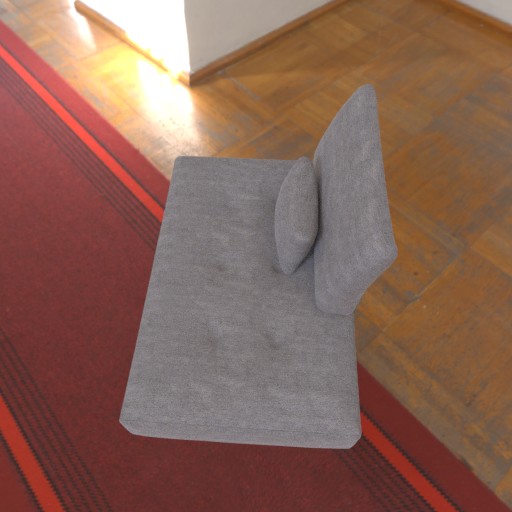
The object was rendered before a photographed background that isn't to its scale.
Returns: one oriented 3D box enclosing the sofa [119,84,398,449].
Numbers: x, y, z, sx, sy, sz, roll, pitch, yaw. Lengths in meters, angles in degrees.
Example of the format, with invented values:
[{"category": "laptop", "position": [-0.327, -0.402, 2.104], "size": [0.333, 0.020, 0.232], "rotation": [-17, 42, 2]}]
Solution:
[{"category": "sofa", "position": [0.000, 0.000, 1.960], "size": [1.002, 0.820, 1.450], "rotation": [3, 58, 2]}]
